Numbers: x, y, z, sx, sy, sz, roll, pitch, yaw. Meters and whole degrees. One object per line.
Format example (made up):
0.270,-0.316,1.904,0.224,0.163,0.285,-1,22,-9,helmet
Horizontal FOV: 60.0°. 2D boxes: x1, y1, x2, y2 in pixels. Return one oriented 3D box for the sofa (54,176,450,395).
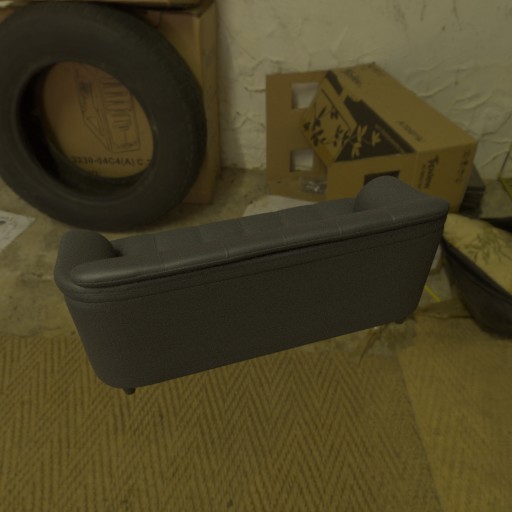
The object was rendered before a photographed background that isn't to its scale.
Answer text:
0.000,0.000,2.257,1.829,0.811,0.800,-12,42,-13,sofa
